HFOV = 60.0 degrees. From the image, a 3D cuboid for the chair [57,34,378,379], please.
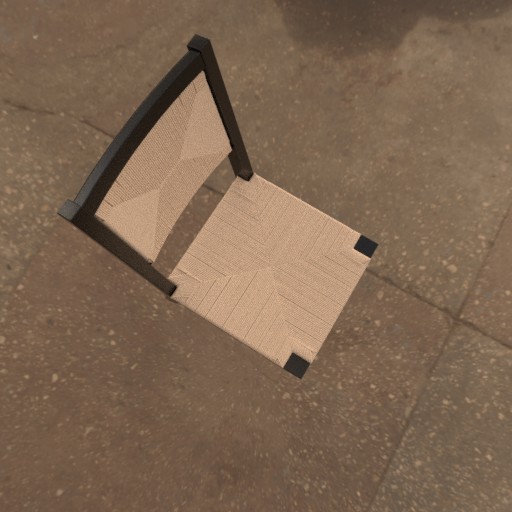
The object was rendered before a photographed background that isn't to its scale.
[{"bbox_3d":[0.000,0.000,1.217,0.552,0.927,0.437,31,78,8],"label":"chair"}]
